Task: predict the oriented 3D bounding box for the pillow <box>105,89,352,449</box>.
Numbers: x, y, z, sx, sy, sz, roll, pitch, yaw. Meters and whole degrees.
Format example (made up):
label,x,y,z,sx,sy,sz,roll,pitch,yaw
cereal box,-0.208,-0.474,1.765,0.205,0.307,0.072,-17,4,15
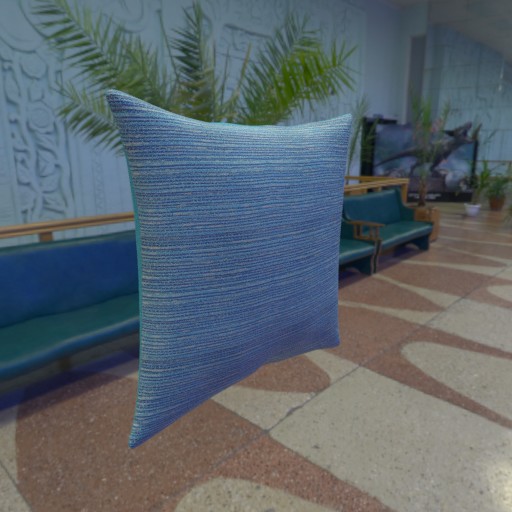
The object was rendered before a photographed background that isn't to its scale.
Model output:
label,x,y,z,sx,sy,sz,roll,pitch,yaw
pillow,0.000,0.000,0.758,0.514,0.497,0.150,-13,19,-42
